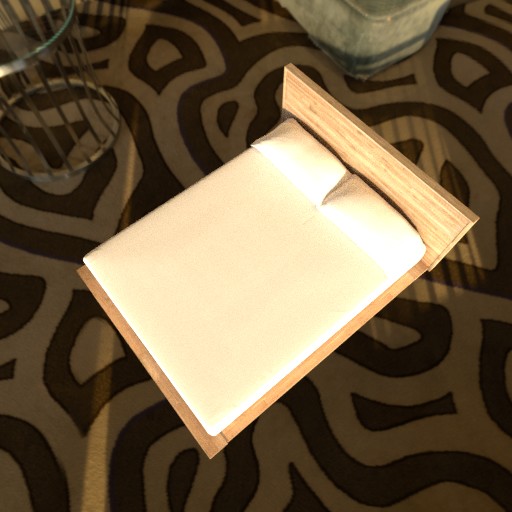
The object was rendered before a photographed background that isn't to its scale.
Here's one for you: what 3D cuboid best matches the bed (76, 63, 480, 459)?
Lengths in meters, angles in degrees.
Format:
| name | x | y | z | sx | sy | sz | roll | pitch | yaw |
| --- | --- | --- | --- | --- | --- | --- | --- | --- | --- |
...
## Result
| name | x | y | z | sx | sy | sz | roll | pitch | yaw |
| --- | --- | --- | --- | --- | --- | --- | --- | --- | --- |
| bed | 0.000 | 0.000 | 3.213 | 2.145 | 1.071 | 1.759 | -37 | 69 | -16 |
